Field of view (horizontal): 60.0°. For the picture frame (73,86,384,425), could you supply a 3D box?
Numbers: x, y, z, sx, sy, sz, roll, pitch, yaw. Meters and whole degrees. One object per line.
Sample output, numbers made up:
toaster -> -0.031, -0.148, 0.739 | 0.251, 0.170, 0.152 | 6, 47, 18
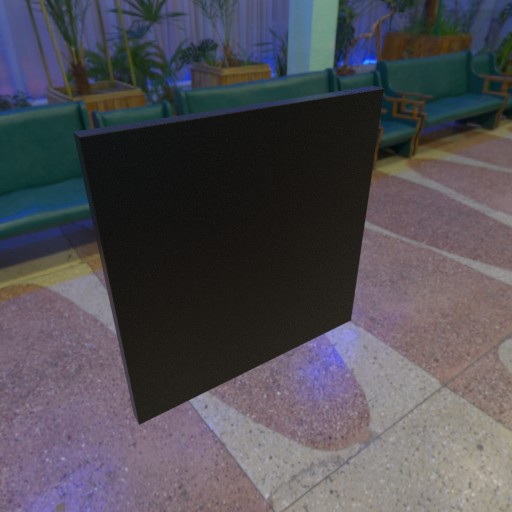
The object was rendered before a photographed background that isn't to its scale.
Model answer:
picture frame -> 0.000, 0.000, 0.849 | 0.559, 0.557, 0.029 | -19, 36, -28
